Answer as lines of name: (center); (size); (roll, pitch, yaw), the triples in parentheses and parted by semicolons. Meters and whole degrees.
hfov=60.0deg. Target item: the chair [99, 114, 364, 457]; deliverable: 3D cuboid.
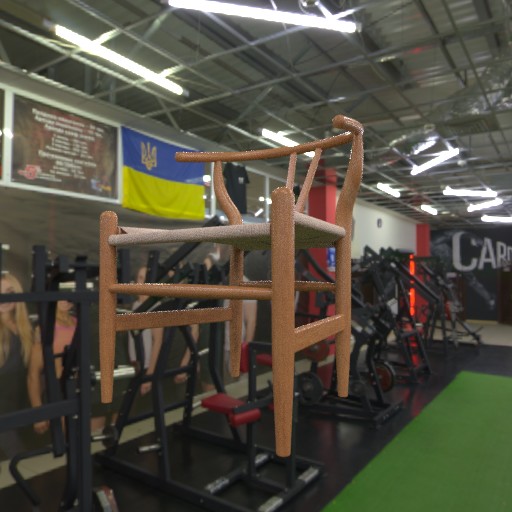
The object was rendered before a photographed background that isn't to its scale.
chair: (0.000, 0.000, 1.172); (0.569, 0.730, 0.579); (-1, -2, 37)
